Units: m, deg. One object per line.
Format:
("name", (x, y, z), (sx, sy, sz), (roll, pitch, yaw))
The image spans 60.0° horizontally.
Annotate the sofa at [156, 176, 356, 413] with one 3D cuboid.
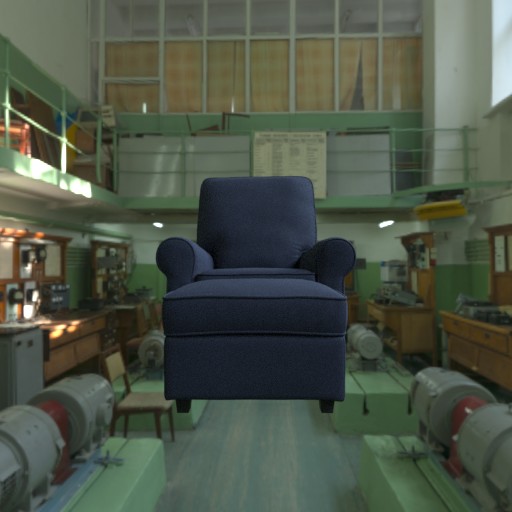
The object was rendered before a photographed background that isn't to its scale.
("sofa", (0.000, 0.000, 2.022), (0.880, 0.959, 1.478), (0, -1, 0))
